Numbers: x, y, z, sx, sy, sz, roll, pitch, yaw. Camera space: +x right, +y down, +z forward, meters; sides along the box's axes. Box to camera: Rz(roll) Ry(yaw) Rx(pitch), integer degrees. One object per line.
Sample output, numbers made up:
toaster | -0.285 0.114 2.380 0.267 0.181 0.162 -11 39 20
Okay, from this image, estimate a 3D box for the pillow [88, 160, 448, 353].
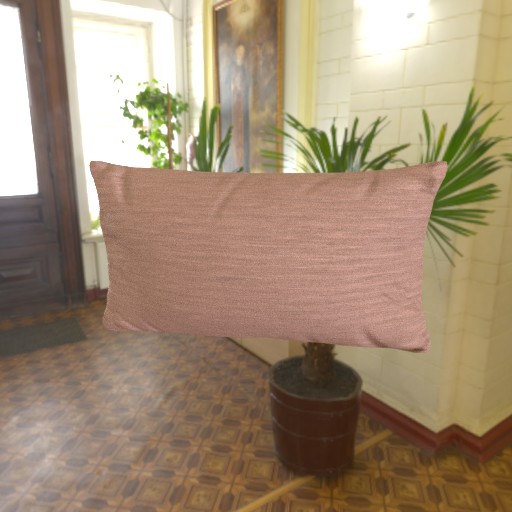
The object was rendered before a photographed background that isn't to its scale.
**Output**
pillow | 0.000 0.000 0.802 0.633 0.338 0.210 2 14 10
